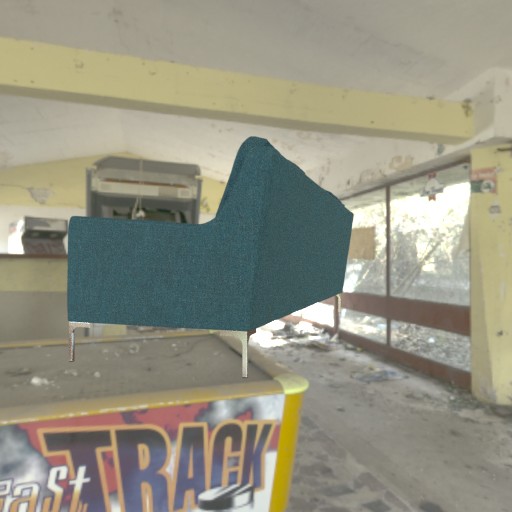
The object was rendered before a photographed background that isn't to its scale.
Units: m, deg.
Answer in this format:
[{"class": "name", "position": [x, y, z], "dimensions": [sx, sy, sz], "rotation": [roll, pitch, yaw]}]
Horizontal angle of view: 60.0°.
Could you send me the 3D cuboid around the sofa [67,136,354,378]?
[{"class": "sofa", "position": [0.000, 0.000, 2.522], "dimensions": [0.849, 0.837, 2.060], "rotation": [0, -1, 20]}]
